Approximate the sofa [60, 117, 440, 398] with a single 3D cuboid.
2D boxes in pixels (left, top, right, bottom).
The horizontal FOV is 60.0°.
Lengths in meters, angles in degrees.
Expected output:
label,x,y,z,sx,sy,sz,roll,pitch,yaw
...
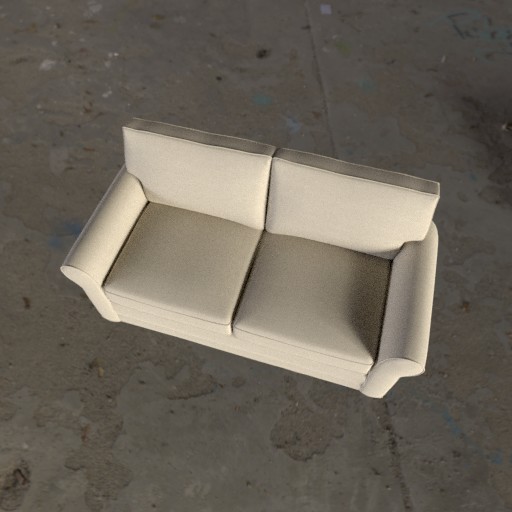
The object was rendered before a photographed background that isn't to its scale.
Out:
label,x,y,z,sx,sy,sz,roll,pitch,yaw
sofa,0.000,0.000,2.330,1.774,0.933,0.861,14,59,9
